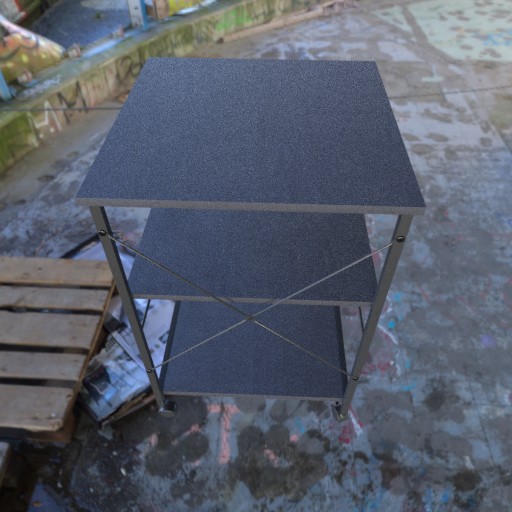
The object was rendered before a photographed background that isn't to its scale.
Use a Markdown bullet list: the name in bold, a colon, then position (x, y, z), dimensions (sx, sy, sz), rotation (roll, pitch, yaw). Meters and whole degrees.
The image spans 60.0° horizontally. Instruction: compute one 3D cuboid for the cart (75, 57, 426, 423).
- **cart**: position (0.000, 0.000, 1.108), dimensions (0.521, 0.762, 0.520), rotation (2, 46, 2)
